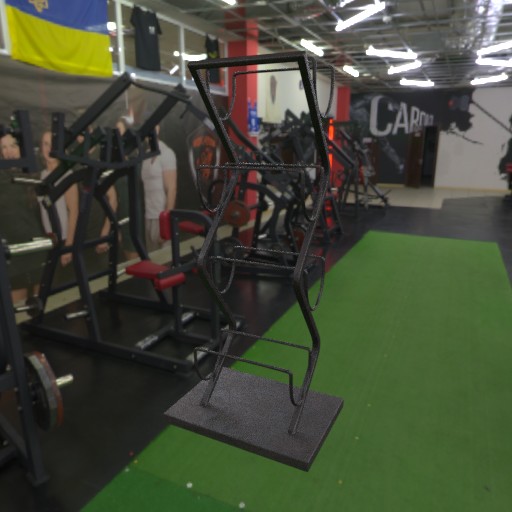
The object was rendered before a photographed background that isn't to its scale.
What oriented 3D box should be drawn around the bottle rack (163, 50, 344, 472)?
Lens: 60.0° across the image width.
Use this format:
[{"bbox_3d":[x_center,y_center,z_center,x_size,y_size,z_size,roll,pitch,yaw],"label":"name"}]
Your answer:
[{"bbox_3d":[0.000,0.000,0.683,0.254,0.559,0.178,8,17,26],"label":"bottle rack"}]
